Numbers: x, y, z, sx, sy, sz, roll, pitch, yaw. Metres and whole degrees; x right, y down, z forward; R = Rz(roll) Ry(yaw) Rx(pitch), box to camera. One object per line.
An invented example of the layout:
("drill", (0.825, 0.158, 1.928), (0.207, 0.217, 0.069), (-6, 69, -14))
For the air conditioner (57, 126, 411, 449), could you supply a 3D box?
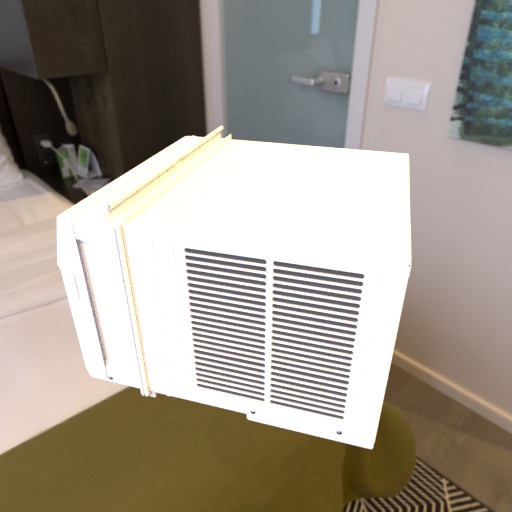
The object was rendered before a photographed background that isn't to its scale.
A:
("air conditioner", (0.000, 0.000, 0.899), (0.546, 0.388, 0.503), (8, 31, 14))
